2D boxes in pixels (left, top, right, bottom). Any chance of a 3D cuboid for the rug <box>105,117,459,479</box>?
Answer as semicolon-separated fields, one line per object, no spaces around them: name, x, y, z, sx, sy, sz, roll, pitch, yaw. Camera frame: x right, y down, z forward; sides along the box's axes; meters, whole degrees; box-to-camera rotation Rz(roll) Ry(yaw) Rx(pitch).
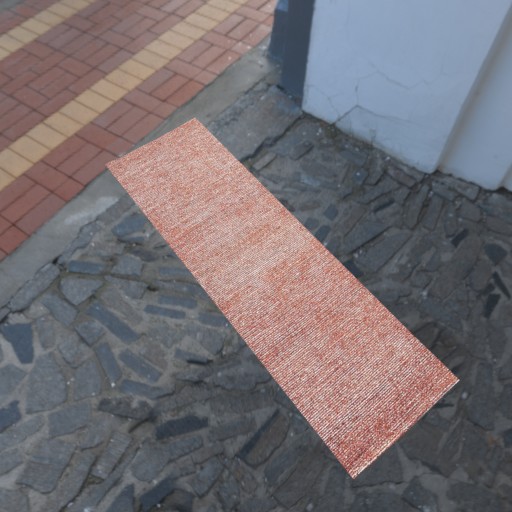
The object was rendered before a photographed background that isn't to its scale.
rug;0.000;0.000;2.538;0.718;0.013;2.353;-33;64;-18
